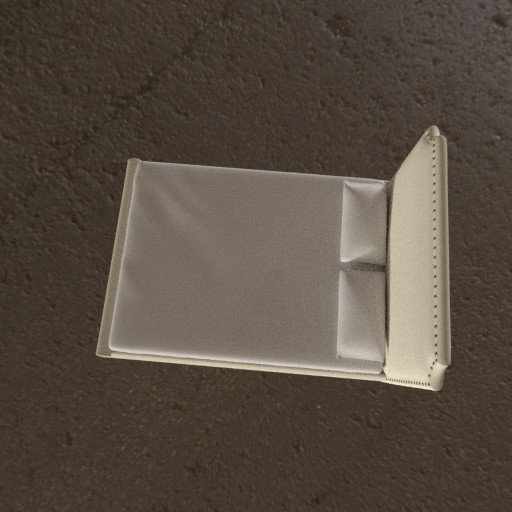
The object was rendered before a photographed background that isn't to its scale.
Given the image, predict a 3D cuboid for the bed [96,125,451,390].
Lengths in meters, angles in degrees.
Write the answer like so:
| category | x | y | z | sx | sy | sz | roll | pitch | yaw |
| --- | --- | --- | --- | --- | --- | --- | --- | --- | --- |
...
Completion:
| category | x | y | z | sx | sy | sz | roll | pitch | yaw |
| --- | --- | --- | --- | --- | --- | --- | --- | --- | --- |
| bed | 0.000 | 0.000 | 3.366 | 2.372 | 1.443 | 1.712 | 5 | 76 | 1 |
